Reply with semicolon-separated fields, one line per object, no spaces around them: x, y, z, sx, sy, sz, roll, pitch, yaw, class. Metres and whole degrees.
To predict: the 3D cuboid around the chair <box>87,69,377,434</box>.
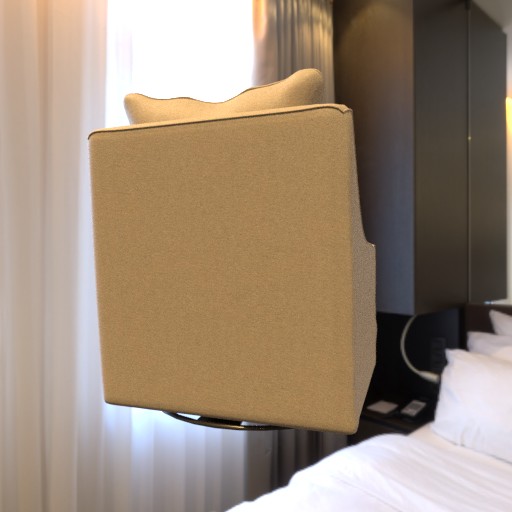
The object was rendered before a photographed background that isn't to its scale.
0.000;0.000;1.539;0.760;0.942;0.876;0;0;19;chair
